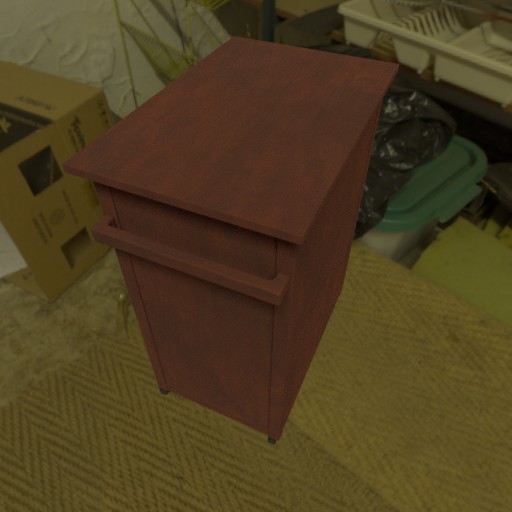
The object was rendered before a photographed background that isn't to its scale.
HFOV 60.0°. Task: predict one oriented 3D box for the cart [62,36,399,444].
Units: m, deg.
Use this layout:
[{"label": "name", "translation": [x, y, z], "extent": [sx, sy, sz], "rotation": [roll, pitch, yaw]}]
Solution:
[{"label": "cart", "translation": [0.000, 0.000, 1.214], "extent": [0.442, 0.864, 0.683], "rotation": [18, 48, 17]}]
